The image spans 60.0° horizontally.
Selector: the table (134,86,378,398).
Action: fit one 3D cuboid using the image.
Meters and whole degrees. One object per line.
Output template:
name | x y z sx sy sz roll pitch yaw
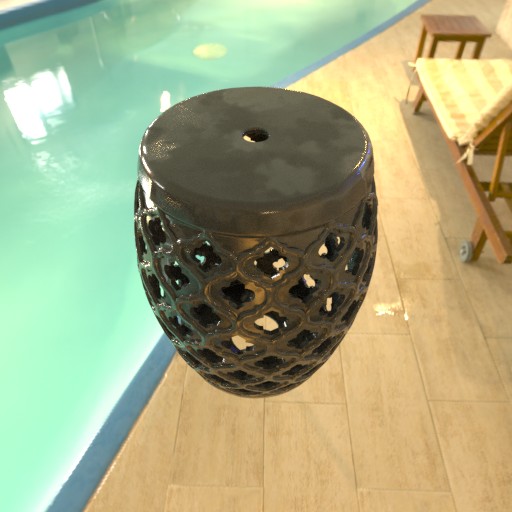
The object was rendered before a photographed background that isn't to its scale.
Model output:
table | 0.000 0.000 0.636 0.325 0.388 0.325 0 45 0
